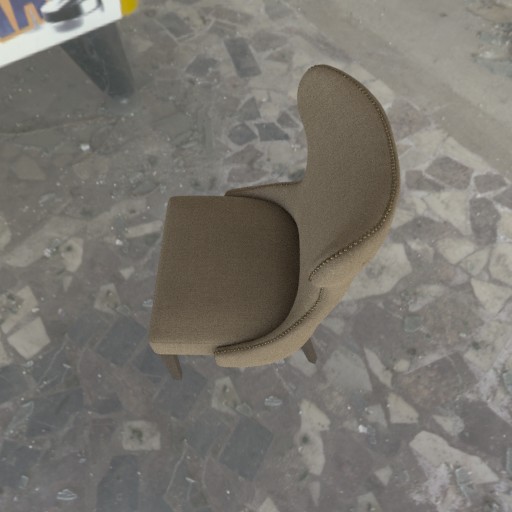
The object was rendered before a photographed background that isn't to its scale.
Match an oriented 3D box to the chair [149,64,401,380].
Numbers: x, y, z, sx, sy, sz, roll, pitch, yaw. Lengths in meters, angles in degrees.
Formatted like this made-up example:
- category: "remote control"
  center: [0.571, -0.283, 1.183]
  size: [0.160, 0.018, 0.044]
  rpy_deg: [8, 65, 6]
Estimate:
- category: "chair"
  center: [0.000, 0.000, 1.382]
  size: [0.635, 0.967, 0.628]
  rpy_deg: [1, 59, 0]
